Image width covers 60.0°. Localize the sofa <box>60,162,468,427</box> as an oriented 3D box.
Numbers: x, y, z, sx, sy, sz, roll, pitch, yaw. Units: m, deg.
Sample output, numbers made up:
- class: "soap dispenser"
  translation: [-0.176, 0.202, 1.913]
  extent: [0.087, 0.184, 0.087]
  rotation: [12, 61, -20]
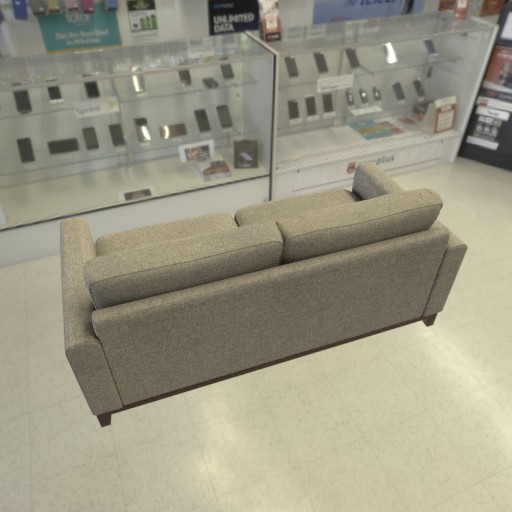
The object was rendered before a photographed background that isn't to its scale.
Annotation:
- class: "sofa"
  translation: [0.000, 0.000, 2.458]
  extent: [1.978, 0.892, 0.969]
  rotation: [-13, 42, -15]
